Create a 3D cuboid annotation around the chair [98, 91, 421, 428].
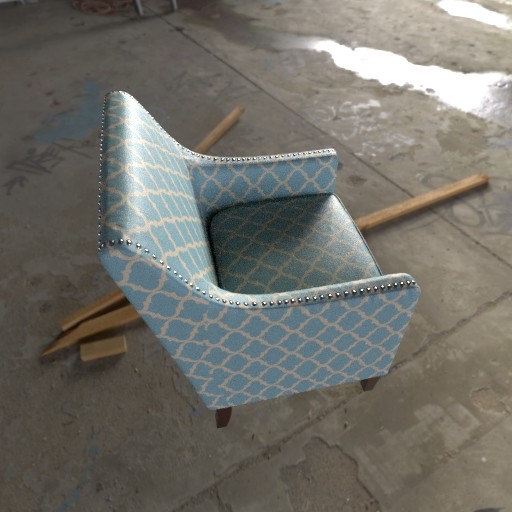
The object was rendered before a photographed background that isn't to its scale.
[{"bbox_3d":[0.000,0.000,1.284,0.686,0.817,0.617,-9,47,-8],"label":"chair"}]
